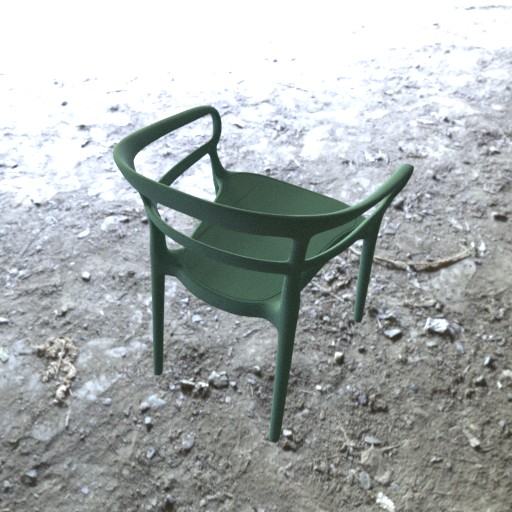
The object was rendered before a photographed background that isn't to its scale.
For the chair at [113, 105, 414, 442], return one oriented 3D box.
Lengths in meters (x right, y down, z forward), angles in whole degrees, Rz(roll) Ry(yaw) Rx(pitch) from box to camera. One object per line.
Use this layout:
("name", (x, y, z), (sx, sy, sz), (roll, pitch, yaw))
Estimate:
("chair", (0.000, 0.000, 1.114), (0.559, 0.761, 0.527), (23, 50, 20))
